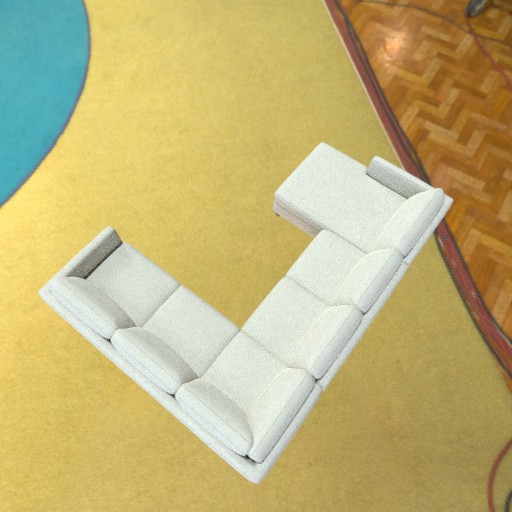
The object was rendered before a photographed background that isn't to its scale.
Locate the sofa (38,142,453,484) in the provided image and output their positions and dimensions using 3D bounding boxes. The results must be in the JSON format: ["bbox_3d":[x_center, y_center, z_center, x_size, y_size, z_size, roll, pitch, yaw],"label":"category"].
[{"bbox_3d":[0.000,0.000,4.431,2.551,0.853,3.238,35,69,16],"label":"sofa"}]
